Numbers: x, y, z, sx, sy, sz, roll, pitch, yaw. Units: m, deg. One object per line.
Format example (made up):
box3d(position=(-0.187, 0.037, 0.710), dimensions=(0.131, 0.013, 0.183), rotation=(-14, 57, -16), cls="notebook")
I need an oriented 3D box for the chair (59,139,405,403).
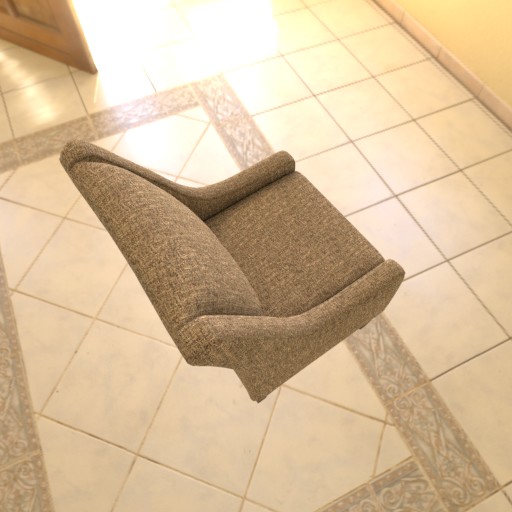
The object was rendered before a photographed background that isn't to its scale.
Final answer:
box3d(position=(0.000, 0.000, 1.641), dimensions=(0.870, 1.014, 0.774), rotation=(-31, 64, -17), cls="chair")
